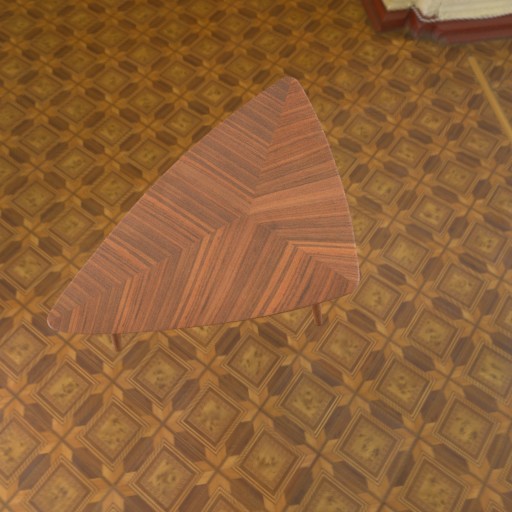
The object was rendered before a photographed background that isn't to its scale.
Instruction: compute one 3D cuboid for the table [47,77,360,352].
[{"bbox_3d":[0.000,0.000,1.310,0.601,0.365,1.008,33,67,16],"label":"table"}]
